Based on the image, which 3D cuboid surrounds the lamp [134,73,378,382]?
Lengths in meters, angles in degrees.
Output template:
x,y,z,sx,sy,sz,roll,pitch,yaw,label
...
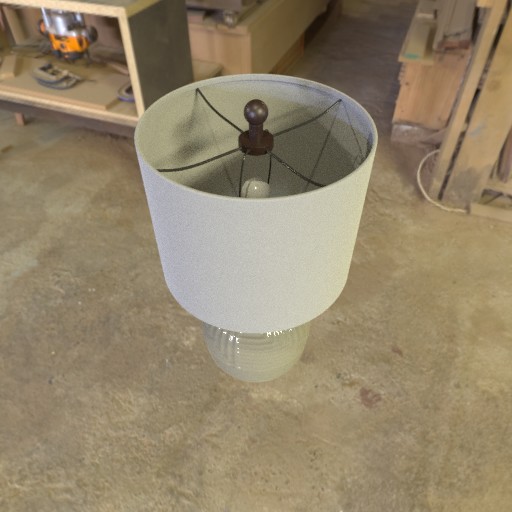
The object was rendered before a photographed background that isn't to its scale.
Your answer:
x,y,z,sx,sy,sz,roll,pitch,yaw,label
0.000,0.000,0.767,0.318,0.567,0.318,0,46,0,lamp
